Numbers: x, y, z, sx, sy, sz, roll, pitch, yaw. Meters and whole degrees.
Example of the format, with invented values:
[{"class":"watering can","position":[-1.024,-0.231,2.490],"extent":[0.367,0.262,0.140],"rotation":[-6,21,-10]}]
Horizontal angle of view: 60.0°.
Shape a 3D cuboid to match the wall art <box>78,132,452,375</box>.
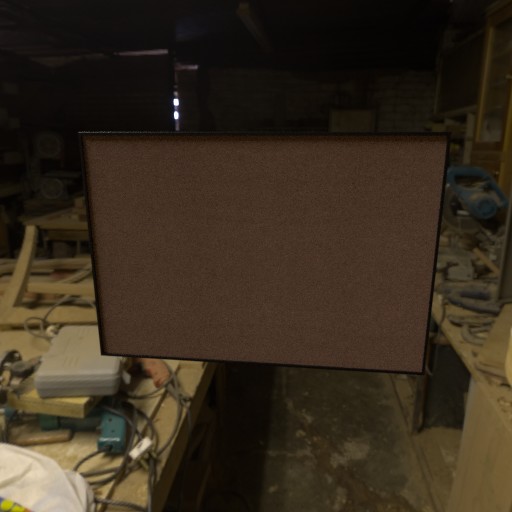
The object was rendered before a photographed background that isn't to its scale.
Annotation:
[{"class":"wall art","position":[0.000,0.000,1.226],"extent":[0.957,0.660,0.019],"rotation":[2,15,7]}]
